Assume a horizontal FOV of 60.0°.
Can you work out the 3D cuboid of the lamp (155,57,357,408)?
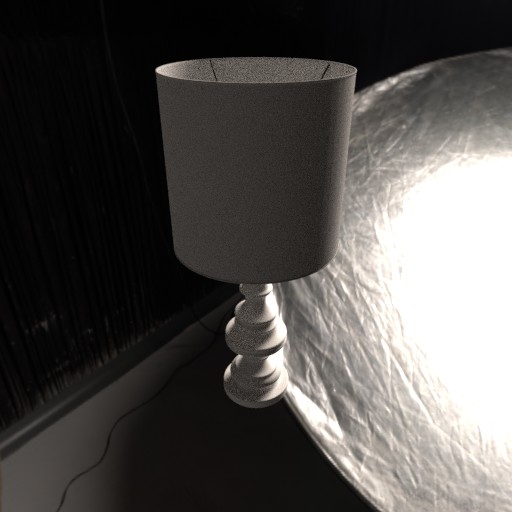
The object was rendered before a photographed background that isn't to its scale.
[{"bbox_3d":[0.000,0.000,0.579,0.208,0.455,0.208,20,35,31],"label":"lamp"}]
